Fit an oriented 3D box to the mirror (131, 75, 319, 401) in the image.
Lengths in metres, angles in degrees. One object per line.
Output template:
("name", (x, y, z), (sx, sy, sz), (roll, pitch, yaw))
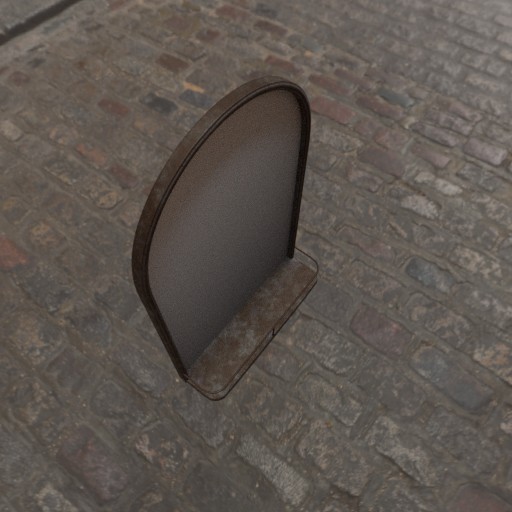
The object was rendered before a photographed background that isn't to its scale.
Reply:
("mirror", (0.000, 0.000, 0.977), (0.137, 0.770, 0.510), (34, 64, 19))
